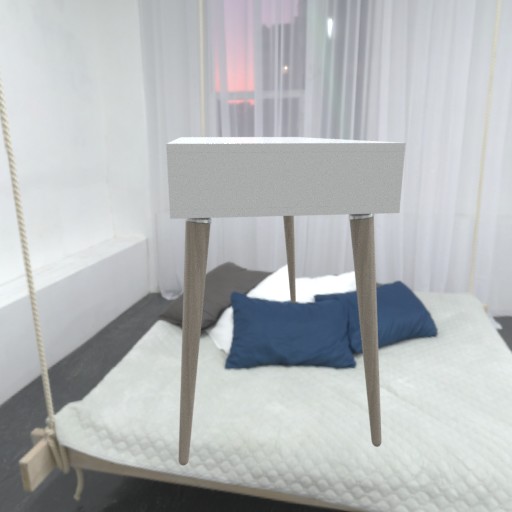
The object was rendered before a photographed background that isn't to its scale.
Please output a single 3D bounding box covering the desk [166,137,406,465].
[{"bbox_3d":[0.000,0.000,1.418,0.491,0.723,0.979,-2,16,-7],"label":"desk"}]
